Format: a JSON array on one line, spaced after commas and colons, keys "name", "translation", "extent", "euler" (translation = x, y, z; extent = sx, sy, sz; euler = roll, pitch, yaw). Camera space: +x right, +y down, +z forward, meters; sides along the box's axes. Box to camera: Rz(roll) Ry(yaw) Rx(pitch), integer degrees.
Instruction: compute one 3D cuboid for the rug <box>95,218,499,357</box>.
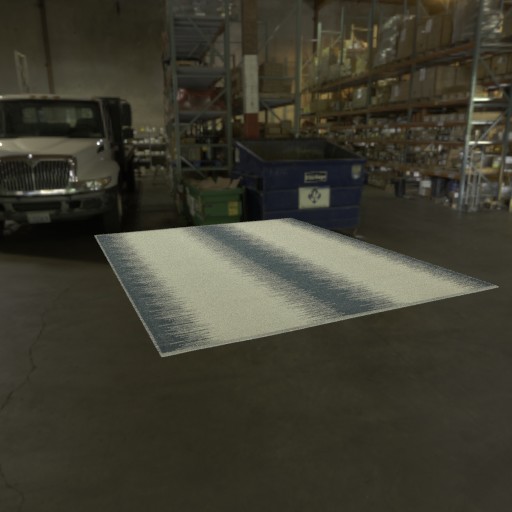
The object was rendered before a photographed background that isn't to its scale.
[{"name": "rug", "translation": [0.000, 0.000, 3.999], "extent": [2.453, 0.004, 3.037], "euler": [-7, 17, -24]}]
